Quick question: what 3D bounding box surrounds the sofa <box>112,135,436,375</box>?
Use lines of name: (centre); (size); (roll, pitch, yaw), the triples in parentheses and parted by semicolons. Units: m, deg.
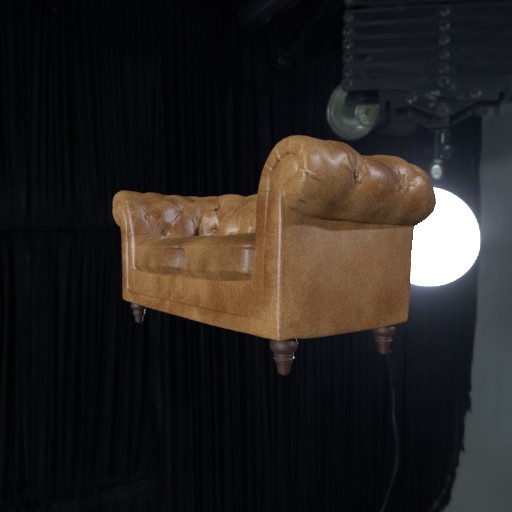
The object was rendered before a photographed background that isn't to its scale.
sofa: (0.000, 0.000, 2.522); (1.042, 0.877, 1.979); (-1, 1, -36)
